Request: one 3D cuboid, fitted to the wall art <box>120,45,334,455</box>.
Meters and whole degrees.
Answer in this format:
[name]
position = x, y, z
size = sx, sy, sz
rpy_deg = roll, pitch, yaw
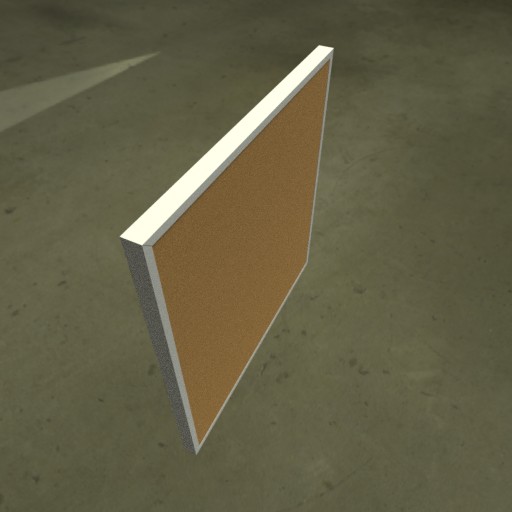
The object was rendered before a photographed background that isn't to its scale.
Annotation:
[wall art]
position = 0.000, 0.000, 1.116
size = 0.038, 0.762, 0.762
rpy_deg = 20, 49, 18
